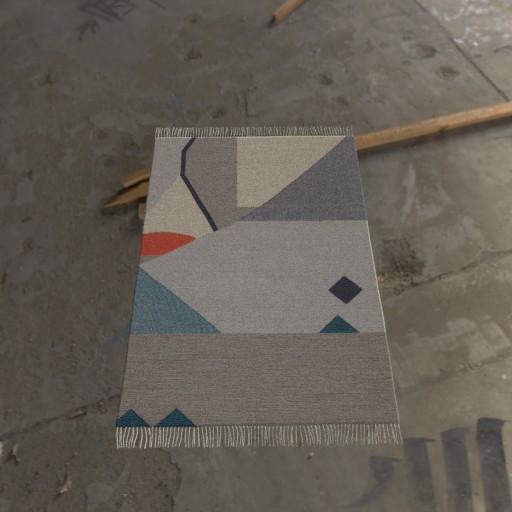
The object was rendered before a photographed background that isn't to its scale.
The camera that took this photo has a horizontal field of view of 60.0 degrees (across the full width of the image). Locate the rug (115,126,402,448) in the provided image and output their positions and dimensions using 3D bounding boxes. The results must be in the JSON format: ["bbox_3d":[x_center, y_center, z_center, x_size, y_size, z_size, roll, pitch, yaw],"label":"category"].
[{"bbox_3d":[0.000,0.000,2.296,1.220,0.005,1.828,-1,61,0],"label":"rug"}]
